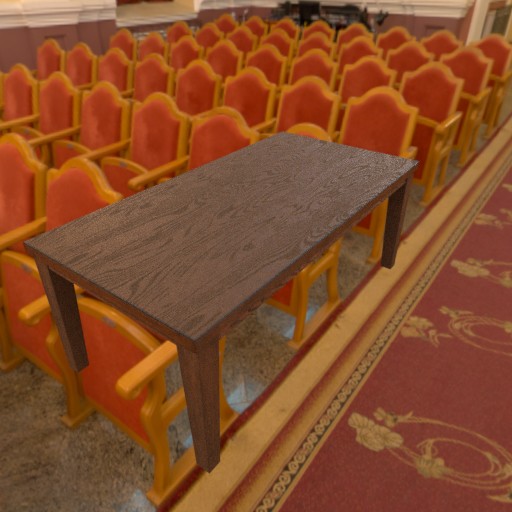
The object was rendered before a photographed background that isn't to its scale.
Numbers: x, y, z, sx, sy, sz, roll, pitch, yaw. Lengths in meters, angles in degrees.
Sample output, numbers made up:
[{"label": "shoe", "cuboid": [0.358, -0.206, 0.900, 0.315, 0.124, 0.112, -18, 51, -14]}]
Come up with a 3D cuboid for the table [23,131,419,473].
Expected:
[{"label": "table", "cuboid": [0.000, 0.000, 2.512, 1.016, 0.762, 1.981, 22, 39, 31]}]
